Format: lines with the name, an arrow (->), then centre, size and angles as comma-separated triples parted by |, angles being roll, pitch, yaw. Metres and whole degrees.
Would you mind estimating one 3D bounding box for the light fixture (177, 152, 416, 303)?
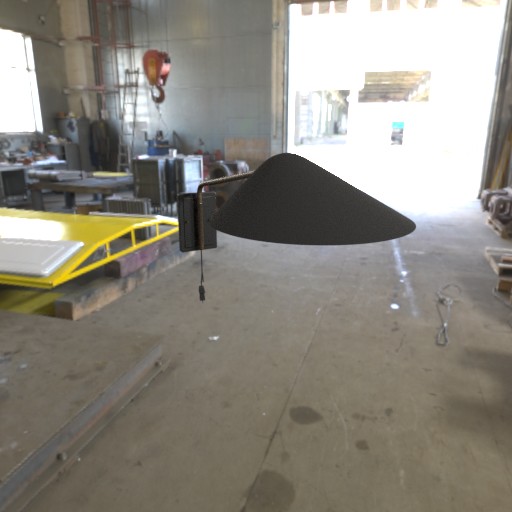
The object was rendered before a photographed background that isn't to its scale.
light fixture -> 0.000, 0.000, 0.668 | 0.240, 0.312, 0.516 | -8, 18, -26
